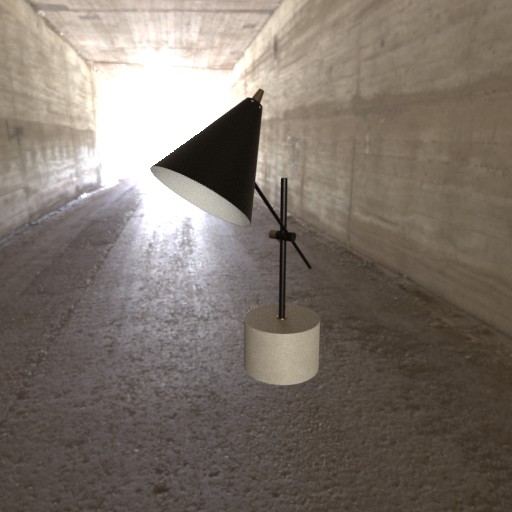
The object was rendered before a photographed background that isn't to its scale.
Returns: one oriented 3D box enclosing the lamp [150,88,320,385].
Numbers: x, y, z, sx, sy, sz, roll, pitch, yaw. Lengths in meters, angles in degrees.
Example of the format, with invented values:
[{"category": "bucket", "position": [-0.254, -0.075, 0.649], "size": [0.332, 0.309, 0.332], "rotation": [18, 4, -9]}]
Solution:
[{"category": "lamp", "position": [0.000, 0.000, 0.747], "size": [0.214, 0.518, 0.403], "rotation": [14, 21, 42]}]
